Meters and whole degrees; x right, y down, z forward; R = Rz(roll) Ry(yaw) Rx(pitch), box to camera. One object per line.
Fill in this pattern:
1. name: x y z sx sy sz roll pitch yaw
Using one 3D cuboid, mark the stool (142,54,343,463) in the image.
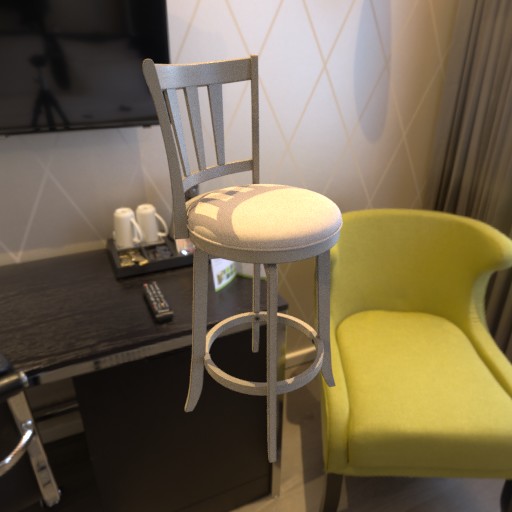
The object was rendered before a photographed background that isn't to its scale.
1. stool: 0.000 0.000 1.276 0.475 1.042 0.436 17 31 31
